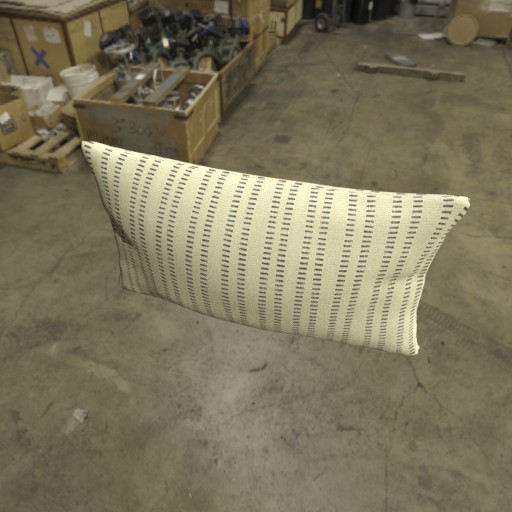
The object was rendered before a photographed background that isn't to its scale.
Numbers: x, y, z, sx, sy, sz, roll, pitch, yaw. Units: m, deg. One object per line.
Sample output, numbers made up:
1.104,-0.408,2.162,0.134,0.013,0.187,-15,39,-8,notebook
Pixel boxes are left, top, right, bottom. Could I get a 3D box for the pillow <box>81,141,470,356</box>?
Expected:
0.000,0.000,0.798,0.640,0.353,0.210,11,42,13,pillow
